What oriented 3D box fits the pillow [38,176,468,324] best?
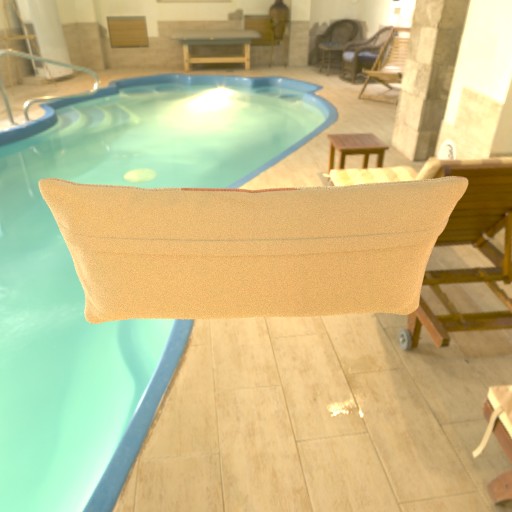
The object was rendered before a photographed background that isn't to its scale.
[{"bbox_3d":[0.000,0.000,0.717,0.609,0.292,0.155,-1,31,-2],"label":"pillow"}]
